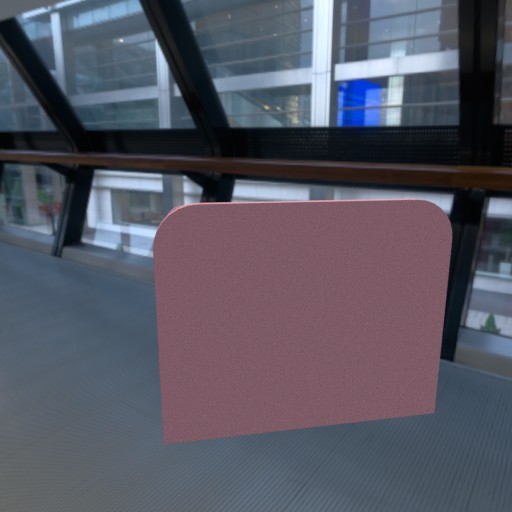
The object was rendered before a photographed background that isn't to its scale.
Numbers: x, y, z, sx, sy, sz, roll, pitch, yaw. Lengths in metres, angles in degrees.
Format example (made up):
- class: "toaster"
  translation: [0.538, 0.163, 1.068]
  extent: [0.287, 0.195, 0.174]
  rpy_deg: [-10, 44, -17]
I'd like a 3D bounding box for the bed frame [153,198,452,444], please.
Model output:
- class: "bed frame"
  translation: [0.000, 0.000, 2.425]
  extent: [0.998, 0.805, 1.963]
  rpy_deg: [-2, 13, -10]
